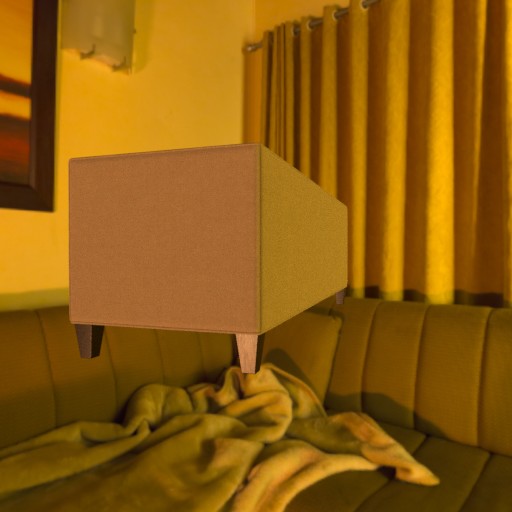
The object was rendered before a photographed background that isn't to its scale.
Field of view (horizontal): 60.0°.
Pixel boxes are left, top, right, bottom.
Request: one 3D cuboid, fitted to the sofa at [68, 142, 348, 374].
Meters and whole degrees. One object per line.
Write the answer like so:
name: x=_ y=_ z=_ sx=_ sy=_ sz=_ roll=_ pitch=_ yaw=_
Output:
sofa: x=0.000 y=0.000 z=2.571 sx=0.775 sy=0.762 sz=2.159 roll=0 pitch=1 yaw=19
